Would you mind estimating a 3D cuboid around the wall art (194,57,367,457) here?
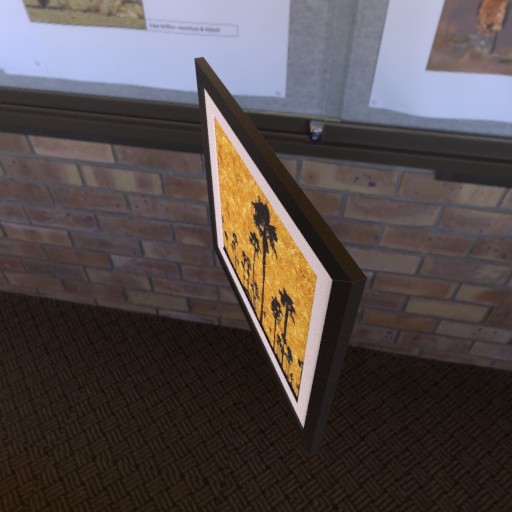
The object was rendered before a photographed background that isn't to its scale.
[{"bbox_3d":[0.000,0.000,0.542,0.012,0.332,0.383,-16,49,-15],"label":"wall art"}]
